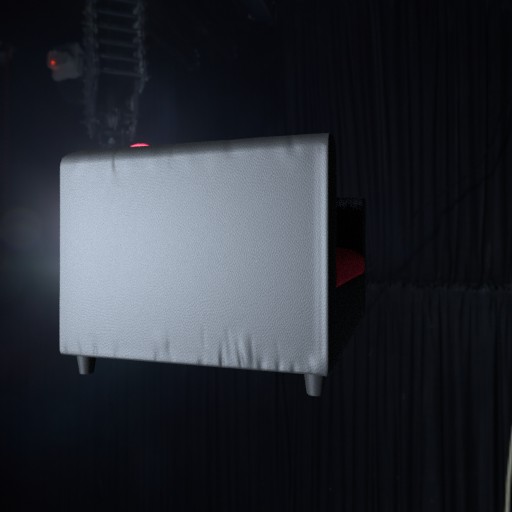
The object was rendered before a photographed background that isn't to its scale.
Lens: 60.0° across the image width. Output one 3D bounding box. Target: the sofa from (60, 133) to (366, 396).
[{"bbox_3d":[0.000,0.000,1.899,0.845,0.735,1.410,0,0,17],"label":"sofa"}]
